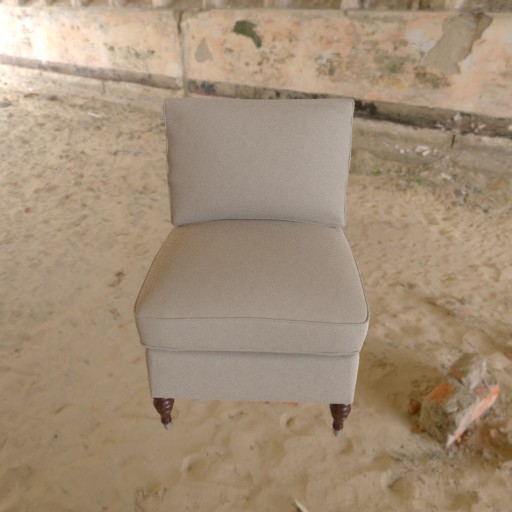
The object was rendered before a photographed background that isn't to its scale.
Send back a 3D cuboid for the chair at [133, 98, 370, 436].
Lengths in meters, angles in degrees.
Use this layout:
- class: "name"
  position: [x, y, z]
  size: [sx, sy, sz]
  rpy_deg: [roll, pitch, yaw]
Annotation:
- class: "chair"
  position: [0.000, 0.000, 1.673]
  size: [0.724, 1.052, 0.912]
  rpy_deg: [1, 30, 2]
